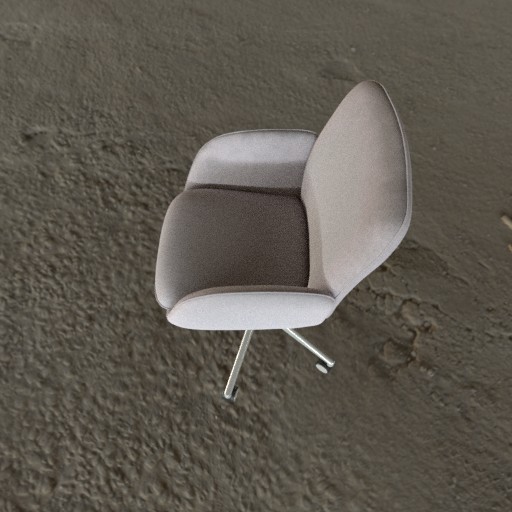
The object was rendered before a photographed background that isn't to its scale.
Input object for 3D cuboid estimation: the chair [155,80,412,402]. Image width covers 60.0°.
[{"bbox_3d":[0.000,0.000,1.348,0.654,0.959,0.648,1,58,1],"label":"chair"}]
